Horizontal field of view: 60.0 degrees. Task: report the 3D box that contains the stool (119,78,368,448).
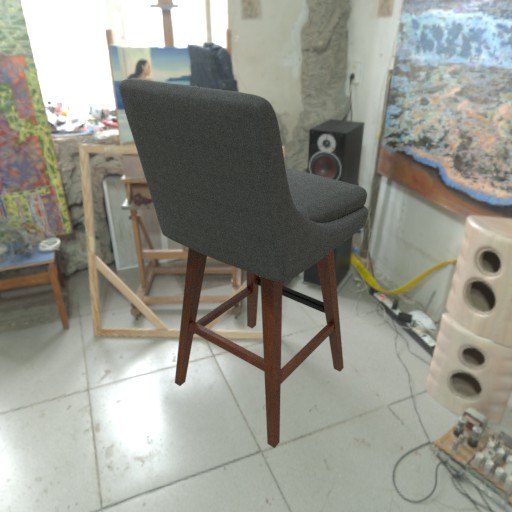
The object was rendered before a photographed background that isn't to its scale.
[{"bbox_3d":[0.000,0.000,1.274,0.447,0.977,0.524,21,35,33],"label":"stool"}]
